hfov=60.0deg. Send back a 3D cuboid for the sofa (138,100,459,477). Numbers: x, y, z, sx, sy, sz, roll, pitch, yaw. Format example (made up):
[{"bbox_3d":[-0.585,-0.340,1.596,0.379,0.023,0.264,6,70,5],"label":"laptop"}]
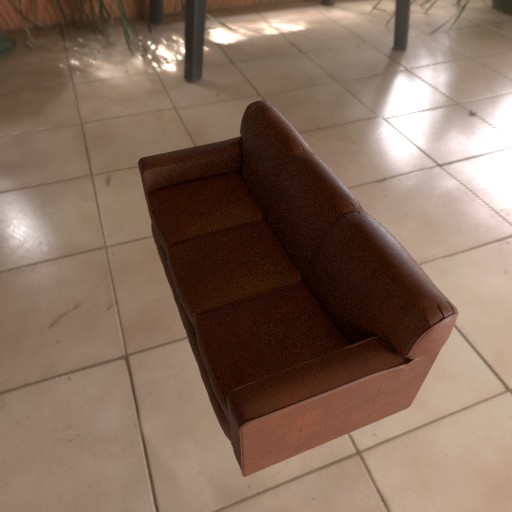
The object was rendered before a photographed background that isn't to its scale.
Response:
[{"bbox_3d":[0.000,0.000,2.591,1.008,0.953,2.039,-16,47,-15],"label":"sofa"}]
